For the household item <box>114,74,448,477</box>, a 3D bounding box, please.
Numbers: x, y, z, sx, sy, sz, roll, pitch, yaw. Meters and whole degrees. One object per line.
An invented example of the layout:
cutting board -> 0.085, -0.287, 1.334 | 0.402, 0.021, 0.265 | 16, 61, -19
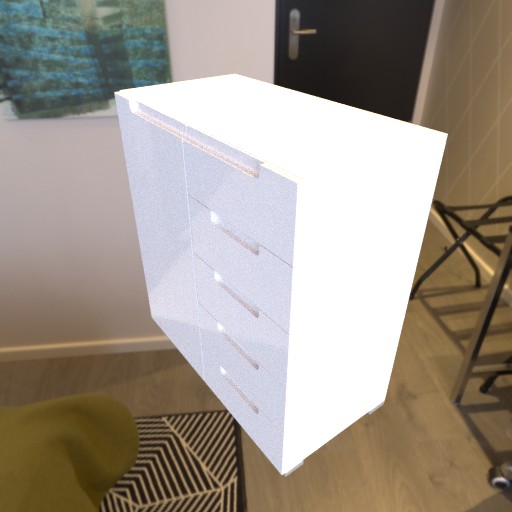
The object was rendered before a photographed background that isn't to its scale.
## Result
household item -> 0.000, 0.000, 1.341 | 0.420, 0.870, 0.800 | -22, 39, -30
